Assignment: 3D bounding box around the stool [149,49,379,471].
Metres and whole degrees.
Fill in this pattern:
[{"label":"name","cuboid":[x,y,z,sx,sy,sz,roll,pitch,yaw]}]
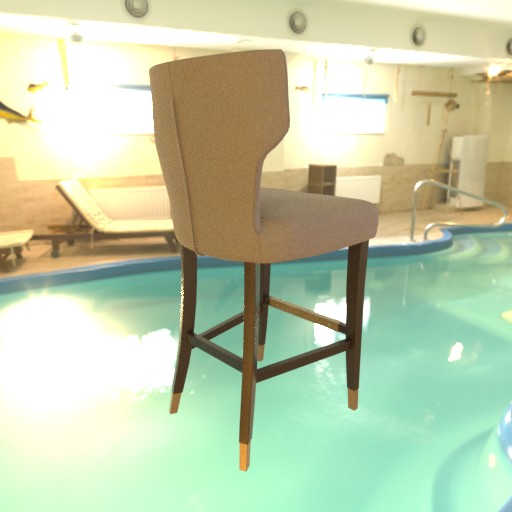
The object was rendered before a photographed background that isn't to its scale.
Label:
[{"label":"stool","cuboid":[0.000,0.000,1.376,0.563,1.092,0.526,-15,21,-42]}]
